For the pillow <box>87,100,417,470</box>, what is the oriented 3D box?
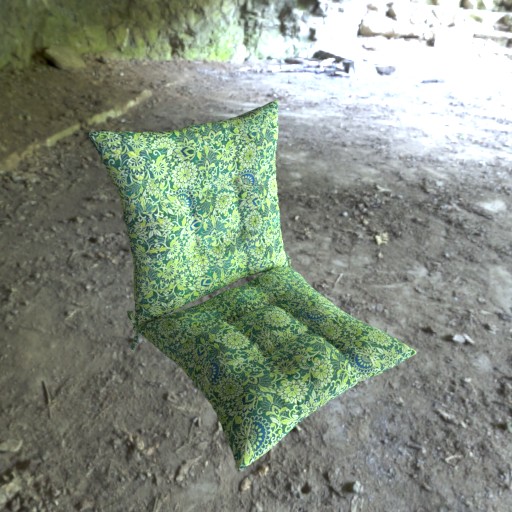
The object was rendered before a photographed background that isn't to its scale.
[{"bbox_3d":[0.000,0.000,0.999,0.541,0.536,0.585,-21,37,-31],"label":"pillow"}]
